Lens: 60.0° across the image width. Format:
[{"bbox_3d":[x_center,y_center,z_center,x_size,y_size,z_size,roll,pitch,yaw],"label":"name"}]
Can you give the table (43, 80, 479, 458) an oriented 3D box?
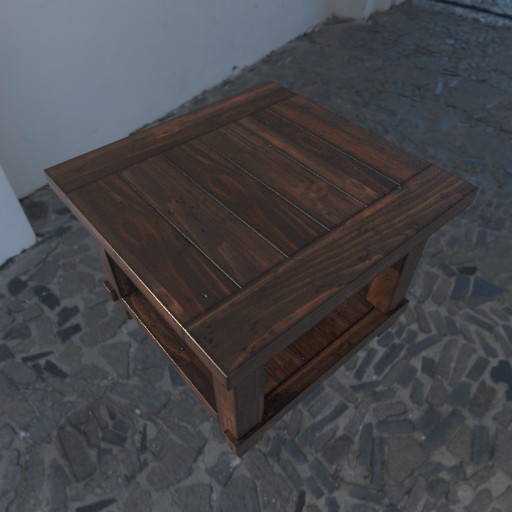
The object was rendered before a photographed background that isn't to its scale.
[{"bbox_3d":[0.000,0.000,1.016,0.606,0.437,0.593,-32,54,-27],"label":"table"}]
